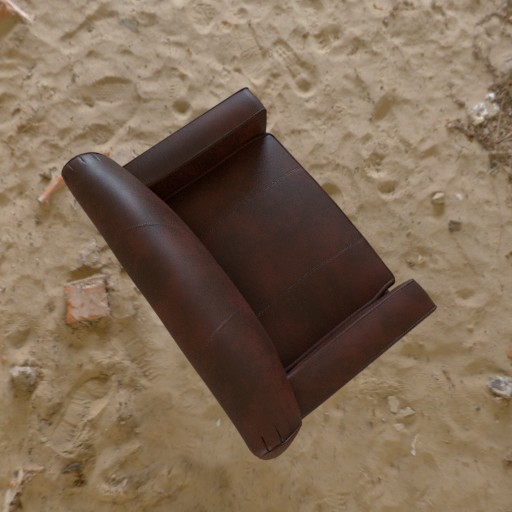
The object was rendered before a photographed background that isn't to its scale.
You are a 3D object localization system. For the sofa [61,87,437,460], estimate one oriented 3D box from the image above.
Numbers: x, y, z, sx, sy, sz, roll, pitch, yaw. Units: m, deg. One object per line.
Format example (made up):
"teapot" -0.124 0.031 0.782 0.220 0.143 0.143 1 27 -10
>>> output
"sofa" 0.000 0.000 2.112 1.000 0.956 1.413 -36 78 -9
